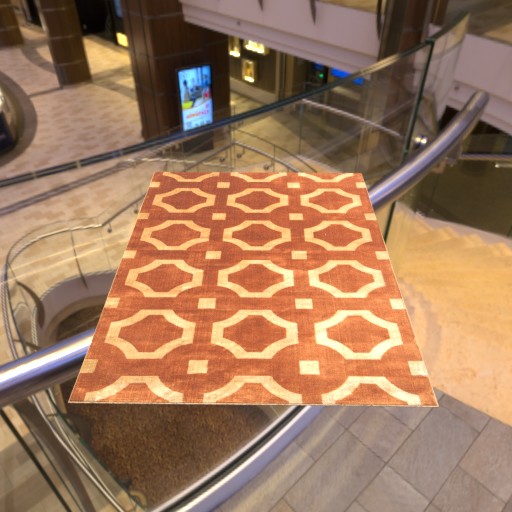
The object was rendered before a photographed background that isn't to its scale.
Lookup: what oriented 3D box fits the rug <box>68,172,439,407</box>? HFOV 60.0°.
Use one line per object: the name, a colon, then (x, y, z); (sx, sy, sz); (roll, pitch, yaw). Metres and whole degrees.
rug: (0.000, 0.000, 4.100); (2.466, 0.021, 3.049); (0, 40, 1)
